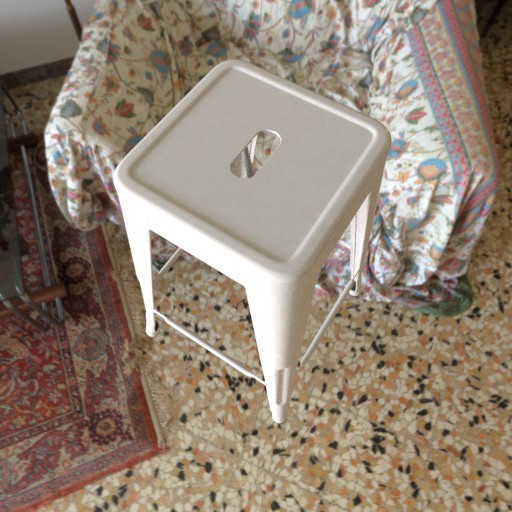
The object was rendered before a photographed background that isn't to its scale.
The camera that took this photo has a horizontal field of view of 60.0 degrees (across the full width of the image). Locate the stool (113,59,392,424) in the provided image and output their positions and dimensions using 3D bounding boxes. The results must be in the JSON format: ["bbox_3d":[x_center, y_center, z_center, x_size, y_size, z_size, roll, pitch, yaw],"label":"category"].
[{"bbox_3d":[0.000,0.000,0.865,0.406,0.610,0.406,30,67,14],"label":"stool"}]
